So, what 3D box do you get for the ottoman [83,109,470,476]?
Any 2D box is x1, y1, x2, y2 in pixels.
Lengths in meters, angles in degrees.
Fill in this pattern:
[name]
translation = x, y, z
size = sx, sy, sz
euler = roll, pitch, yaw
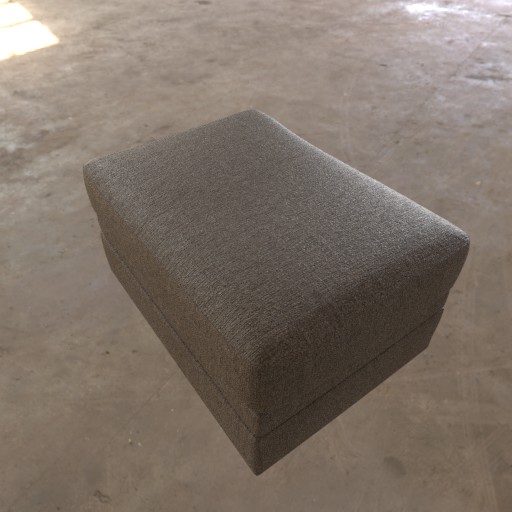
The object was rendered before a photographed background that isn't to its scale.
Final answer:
[ottoman]
translation = 0.000, 0.000, 1.245
size = 0.637, 0.478, 0.885
euler = -26, 48, -26
